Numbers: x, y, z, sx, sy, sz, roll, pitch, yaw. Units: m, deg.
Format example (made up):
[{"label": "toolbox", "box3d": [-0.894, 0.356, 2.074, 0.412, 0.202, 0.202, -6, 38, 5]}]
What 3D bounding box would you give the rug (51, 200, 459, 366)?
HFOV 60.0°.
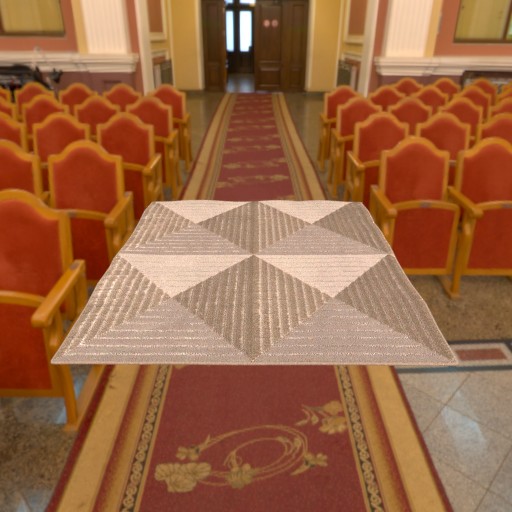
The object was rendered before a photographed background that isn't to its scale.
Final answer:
[{"label": "rug", "box3d": [0.000, 0.000, 0.871, 0.551, 0.008, 0.642, 0, 27, 0]}]
